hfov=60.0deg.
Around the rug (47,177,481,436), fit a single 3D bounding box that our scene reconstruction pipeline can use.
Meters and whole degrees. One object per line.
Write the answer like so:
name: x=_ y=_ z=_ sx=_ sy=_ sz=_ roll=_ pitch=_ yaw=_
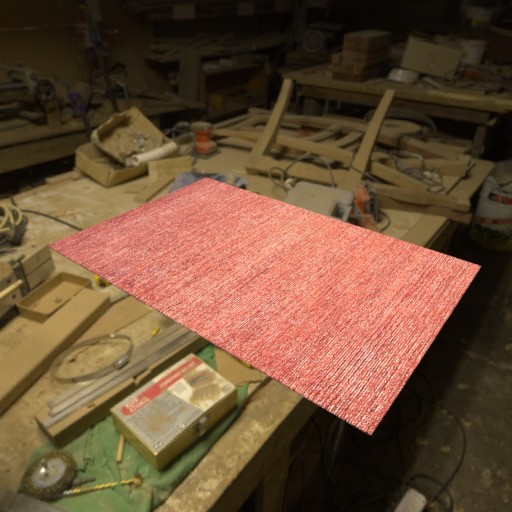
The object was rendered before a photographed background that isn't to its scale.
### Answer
rug: x=0.000 y=0.000 z=2.119 sx=1.747 sy=0.011 sz=1.139 roll=23 pitch=38 yaw=32
